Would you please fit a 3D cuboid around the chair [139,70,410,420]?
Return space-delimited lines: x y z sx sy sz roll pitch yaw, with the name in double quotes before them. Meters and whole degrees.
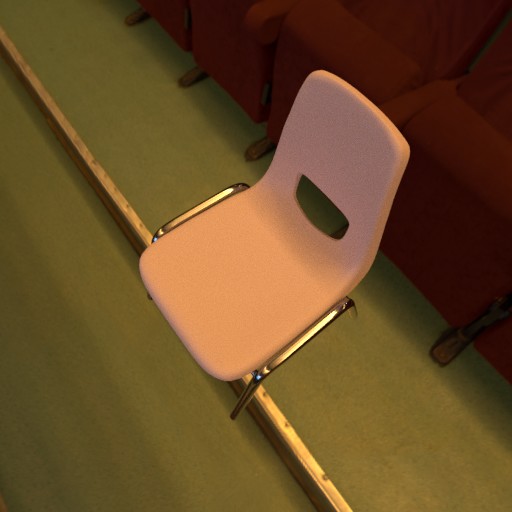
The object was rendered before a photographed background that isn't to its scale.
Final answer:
"chair" 0.000 0.000 0.802 0.385 0.537 0.354 -34 68 -15
